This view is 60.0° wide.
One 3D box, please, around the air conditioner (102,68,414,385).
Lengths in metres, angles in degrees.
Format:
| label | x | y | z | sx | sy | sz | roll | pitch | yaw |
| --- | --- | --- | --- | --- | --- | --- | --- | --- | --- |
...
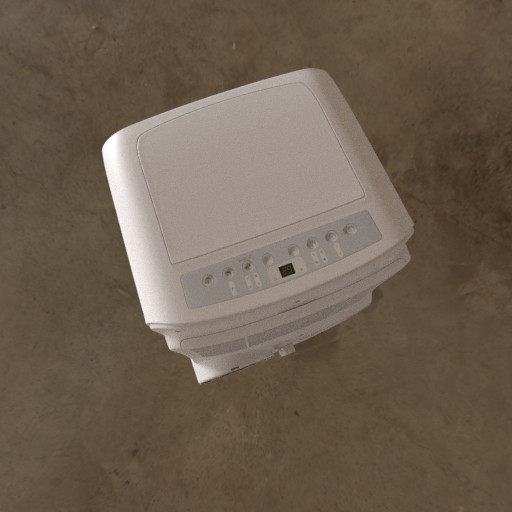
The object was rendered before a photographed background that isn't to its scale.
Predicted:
| label | x | y | z | sx | sy | sz | roll | pitch | yaw |
| --- | --- | --- | --- | --- | --- | --- | --- | --- | --- |
| air conditioner | 0.000 | 0.000 | 1.030 | 0.478 | 0.765 | 0.467 | -20 | 77 | -5 |
